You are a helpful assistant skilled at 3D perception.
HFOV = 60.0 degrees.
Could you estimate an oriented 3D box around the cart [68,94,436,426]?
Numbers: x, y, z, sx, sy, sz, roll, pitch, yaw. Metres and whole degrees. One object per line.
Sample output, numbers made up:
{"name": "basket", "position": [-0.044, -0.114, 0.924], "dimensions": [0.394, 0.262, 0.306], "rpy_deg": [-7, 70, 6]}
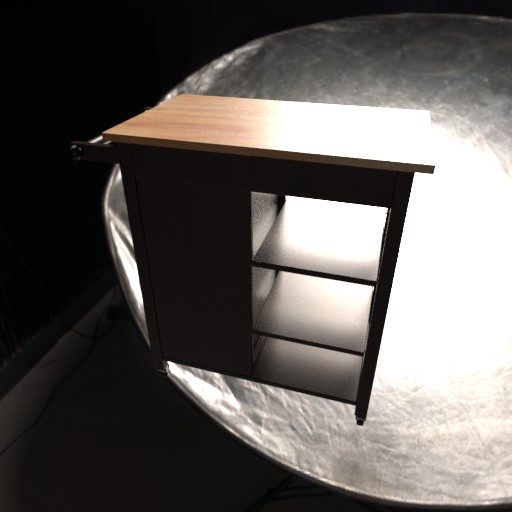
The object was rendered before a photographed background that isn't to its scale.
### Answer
{"name": "cart", "position": [0.000, 0.000, 1.444], "dimensions": [0.914, 0.878, 0.472], "rpy_deg": [9, 33, 14]}
